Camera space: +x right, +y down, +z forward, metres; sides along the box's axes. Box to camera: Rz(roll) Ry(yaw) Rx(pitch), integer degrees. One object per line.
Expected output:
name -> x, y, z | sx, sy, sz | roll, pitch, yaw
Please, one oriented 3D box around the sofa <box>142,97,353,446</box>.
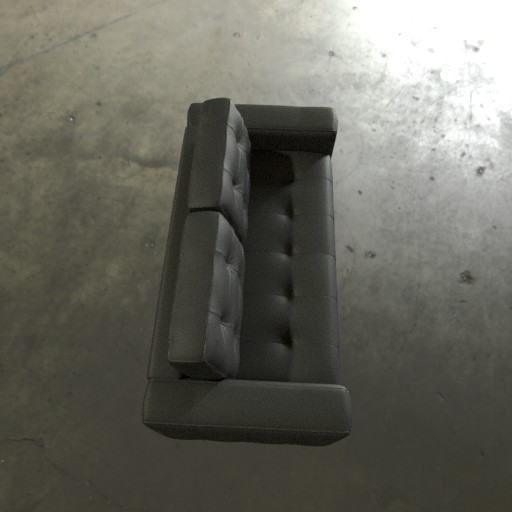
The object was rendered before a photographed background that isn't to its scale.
sofa -> 0.000, 0.000, 2.244 | 0.833, 0.893, 1.726 | 2, 63, 1
